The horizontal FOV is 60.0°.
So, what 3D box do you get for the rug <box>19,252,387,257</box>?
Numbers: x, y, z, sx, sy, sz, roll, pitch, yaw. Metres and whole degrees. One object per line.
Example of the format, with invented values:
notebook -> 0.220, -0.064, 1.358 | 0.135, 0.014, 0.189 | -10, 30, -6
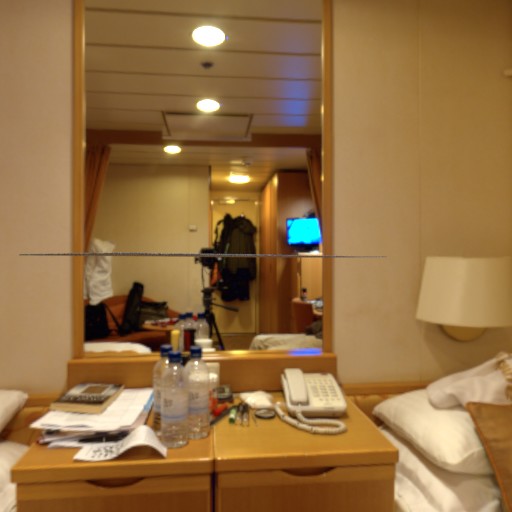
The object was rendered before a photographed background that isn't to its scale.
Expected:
rug -> 0.000, 0.000, 2.656 | 0.688, 0.008, 2.443 | 0, -1, 37
